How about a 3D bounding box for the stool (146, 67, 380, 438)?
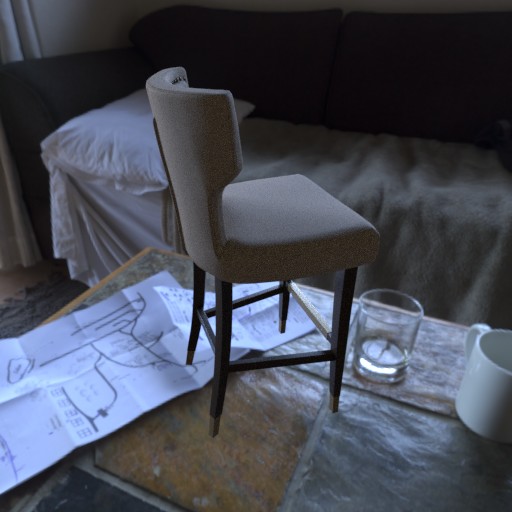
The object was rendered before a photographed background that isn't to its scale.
[{"bbox_3d":[0.000,0.000,1.423,0.563,1.092,0.526,-10,31,-18],"label":"stool"}]
